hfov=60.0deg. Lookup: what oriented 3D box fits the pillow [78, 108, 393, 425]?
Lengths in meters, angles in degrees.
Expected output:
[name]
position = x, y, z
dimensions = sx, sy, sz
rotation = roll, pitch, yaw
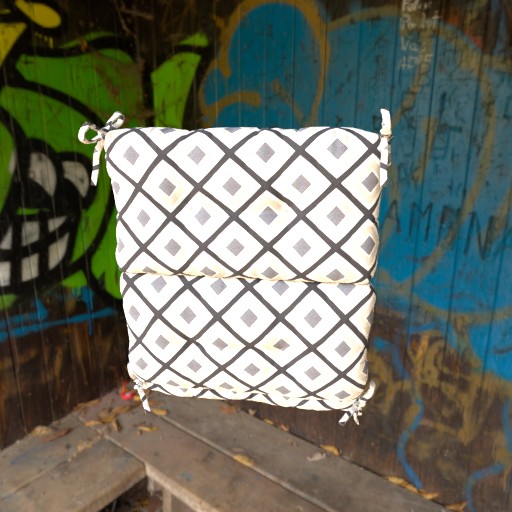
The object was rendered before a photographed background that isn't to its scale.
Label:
[pillow]
position = 0.000, 0.000, 0.997
dimensions = 0.519, 0.605, 0.571
rotation = 2, 16, 9
